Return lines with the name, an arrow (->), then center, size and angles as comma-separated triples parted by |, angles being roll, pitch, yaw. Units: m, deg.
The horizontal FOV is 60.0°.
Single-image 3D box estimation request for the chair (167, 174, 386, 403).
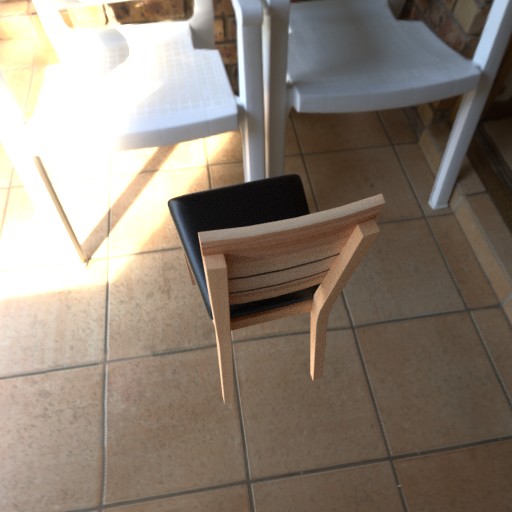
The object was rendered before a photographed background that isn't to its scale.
chair -> 0.000, 0.000, 1.197 | 0.410, 0.940, 0.520 | -13, 58, -8
